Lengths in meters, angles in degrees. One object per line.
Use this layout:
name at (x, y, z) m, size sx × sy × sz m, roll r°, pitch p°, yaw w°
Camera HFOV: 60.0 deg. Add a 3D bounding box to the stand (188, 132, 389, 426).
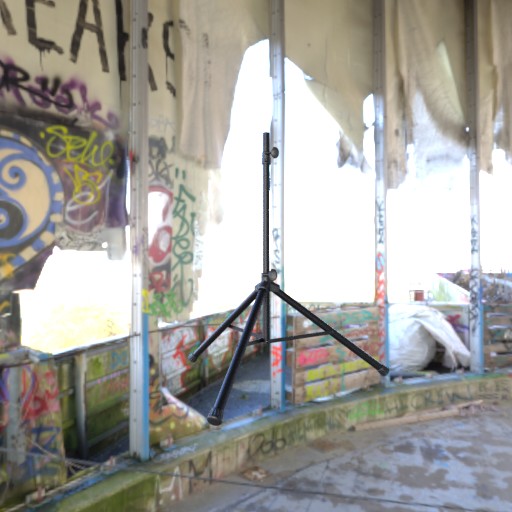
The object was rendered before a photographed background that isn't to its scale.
stand at (0.000, 0.000, 1.878) m, size 1.045 × 1.136 × 0.907 m, roll 0°, pitch -1°, yaw 19°
